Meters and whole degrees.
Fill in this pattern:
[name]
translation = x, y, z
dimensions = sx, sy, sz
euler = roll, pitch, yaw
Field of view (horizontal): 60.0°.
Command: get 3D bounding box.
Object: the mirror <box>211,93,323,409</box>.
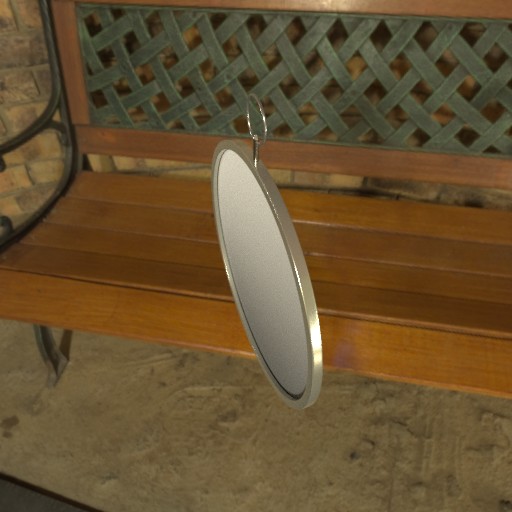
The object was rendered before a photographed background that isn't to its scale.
[mirror]
translation = 0.000, 0.000, 0.943
dimensions = 0.020, 0.713, 0.594
euler = -16, 48, -15
